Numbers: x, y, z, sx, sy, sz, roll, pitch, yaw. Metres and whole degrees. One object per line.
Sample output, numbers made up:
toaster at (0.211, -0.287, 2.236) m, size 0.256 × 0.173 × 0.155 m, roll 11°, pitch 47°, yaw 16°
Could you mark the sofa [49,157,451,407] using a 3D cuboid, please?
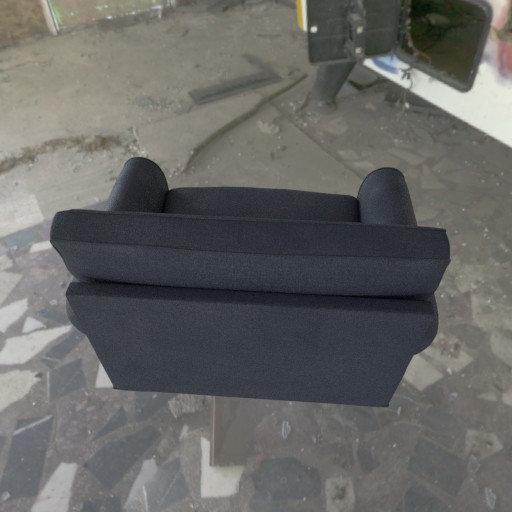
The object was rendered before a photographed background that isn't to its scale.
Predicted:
sofa at (0.000, 0.000, 1.976) m, size 1.405 × 1.004 × 0.938 m, roll 3°, pitch 48°, yaw 3°
